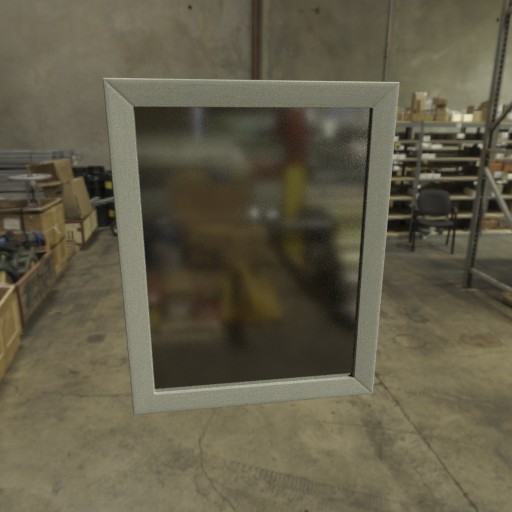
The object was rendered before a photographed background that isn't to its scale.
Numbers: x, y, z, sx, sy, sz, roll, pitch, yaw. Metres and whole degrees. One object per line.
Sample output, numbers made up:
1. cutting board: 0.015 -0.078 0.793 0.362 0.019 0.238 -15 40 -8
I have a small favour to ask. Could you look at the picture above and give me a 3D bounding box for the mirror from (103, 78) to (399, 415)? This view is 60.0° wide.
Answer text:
1. mirror: 0.000 0.000 0.691 0.405 0.508 0.041 -2 17 -8
